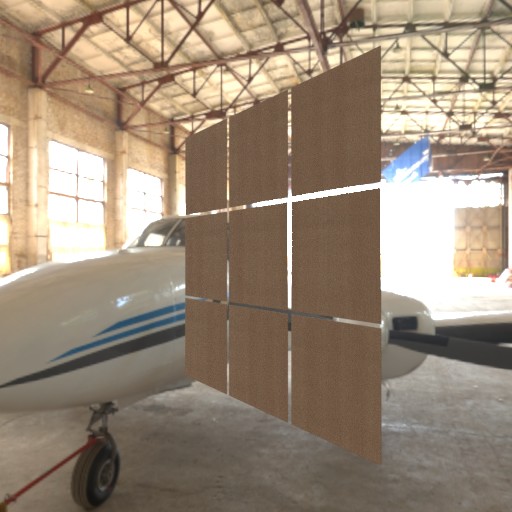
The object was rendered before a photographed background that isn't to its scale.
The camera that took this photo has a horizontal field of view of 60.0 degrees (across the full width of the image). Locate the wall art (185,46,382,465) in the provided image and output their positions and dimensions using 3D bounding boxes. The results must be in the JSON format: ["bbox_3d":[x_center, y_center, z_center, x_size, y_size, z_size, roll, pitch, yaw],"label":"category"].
[{"bbox_3d":[0.000,0.000,2.200,0.002,1.505,1.517,0,0,-36],"label":"wall art"}]
